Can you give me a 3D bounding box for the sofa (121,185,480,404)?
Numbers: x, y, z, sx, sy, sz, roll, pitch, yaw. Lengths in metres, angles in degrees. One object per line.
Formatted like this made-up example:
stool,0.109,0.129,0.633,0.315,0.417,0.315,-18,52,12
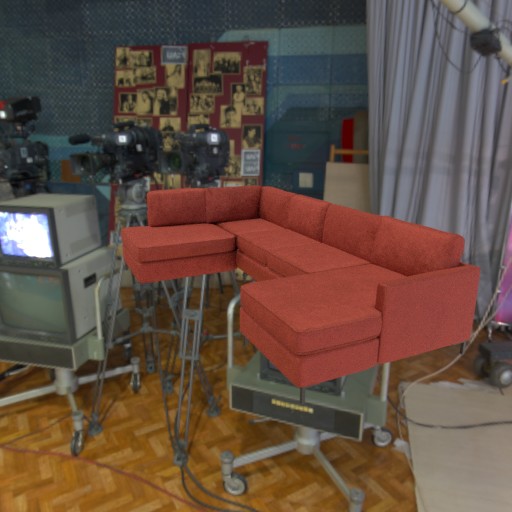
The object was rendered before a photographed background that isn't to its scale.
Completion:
sofa,0.000,0.000,4.371,2.055,0.992,3.434,-8,18,-25
